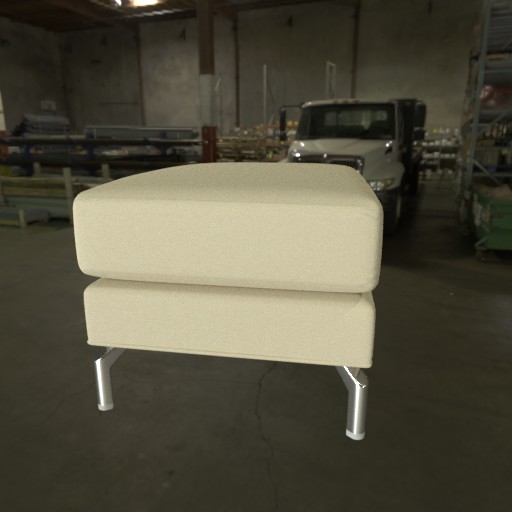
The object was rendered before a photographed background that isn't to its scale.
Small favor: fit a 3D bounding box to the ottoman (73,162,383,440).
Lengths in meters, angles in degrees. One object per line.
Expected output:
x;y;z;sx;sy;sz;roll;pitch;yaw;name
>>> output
0.000;0.000;1.220;0.581;0.497;0.835;3;15;9;ottoman
